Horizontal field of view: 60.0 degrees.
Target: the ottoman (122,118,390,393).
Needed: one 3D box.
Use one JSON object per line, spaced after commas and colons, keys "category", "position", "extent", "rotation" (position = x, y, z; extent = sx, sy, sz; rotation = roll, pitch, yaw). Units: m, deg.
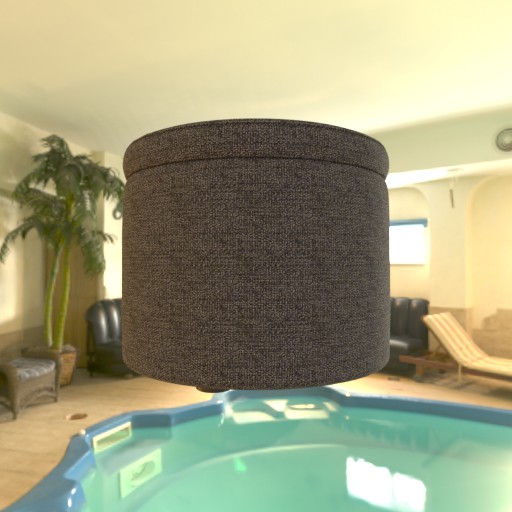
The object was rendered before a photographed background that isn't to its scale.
{"category": "ottoman", "position": [0.000, 0.000, 0.897], "extent": [0.520, 0.430, 0.520], "rotation": [0, -1, 0]}
